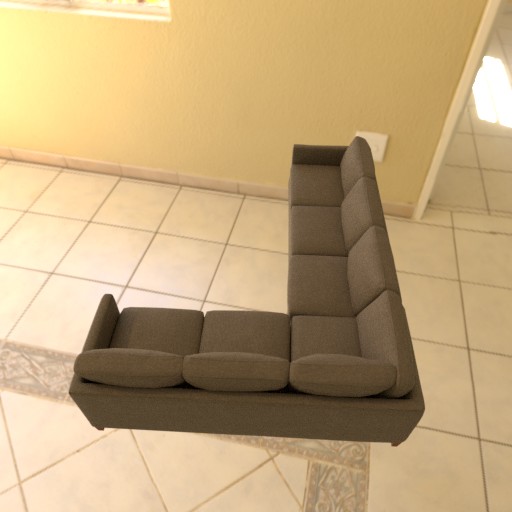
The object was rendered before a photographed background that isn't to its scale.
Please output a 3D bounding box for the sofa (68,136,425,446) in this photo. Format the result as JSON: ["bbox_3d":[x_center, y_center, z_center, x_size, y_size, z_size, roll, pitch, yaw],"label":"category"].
[{"bbox_3d":[0.000,0.000,4.407,2.593,0.947,3.302,2,47,2],"label":"sofa"}]
